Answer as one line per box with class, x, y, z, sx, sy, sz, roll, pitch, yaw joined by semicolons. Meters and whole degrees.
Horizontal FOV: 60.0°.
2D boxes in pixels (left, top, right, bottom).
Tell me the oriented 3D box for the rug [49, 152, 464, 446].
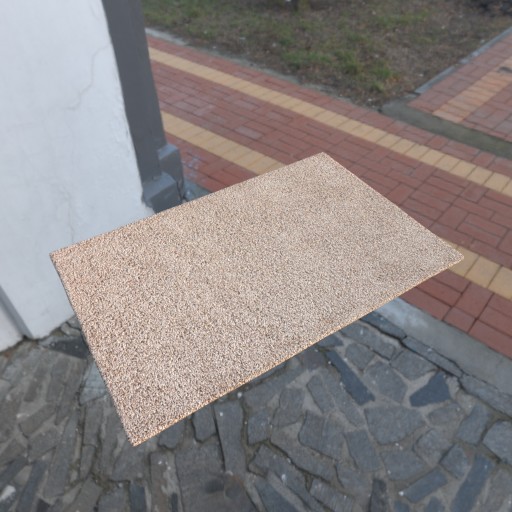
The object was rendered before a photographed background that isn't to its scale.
rug;0.000;0.000;3.478;2.743;0.030;1.778;-24;50;-22
